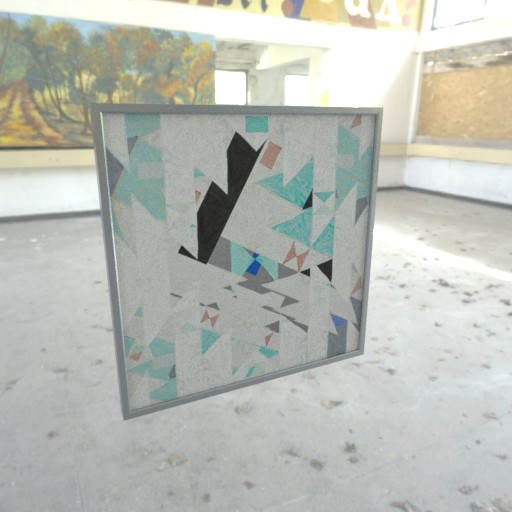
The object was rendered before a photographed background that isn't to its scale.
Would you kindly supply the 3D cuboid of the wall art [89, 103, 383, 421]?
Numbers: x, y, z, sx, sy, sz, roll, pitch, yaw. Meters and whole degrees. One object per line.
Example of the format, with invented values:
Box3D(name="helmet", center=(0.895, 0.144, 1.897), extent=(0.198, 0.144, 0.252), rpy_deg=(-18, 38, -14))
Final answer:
Box3D(name="wall art", center=(0.000, 0.000, 1.256), extent=(0.806, 0.806, 0.038), rpy_deg=(-8, 19, -25))
